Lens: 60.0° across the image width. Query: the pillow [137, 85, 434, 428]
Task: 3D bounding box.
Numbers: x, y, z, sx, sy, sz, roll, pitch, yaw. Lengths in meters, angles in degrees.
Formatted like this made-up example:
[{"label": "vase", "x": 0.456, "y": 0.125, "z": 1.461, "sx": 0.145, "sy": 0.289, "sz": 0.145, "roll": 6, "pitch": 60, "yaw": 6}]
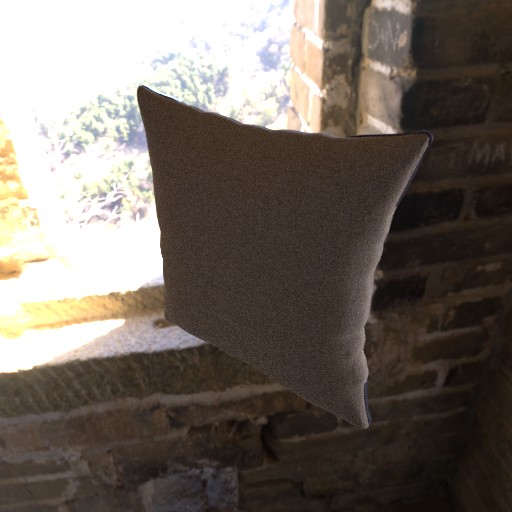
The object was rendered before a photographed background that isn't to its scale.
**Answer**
[{"label": "pillow", "x": 0.000, "y": 0.000, "z": 0.658, "sx": 0.440, "sy": 0.441, "sz": 0.147, "roll": 21, "pitch": 36, "yaw": 31}]
